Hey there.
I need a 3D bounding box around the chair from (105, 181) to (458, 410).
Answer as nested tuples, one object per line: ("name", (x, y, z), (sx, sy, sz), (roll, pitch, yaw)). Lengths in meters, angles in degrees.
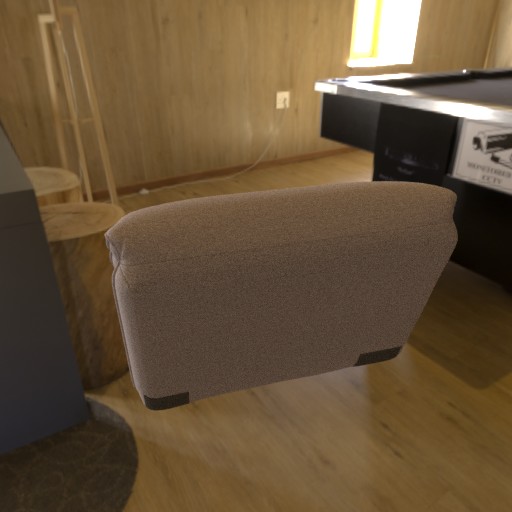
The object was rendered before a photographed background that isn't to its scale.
("chair", (0.000, 0.000, 1.344), (0.820, 0.580, 0.780), (-8, 29, -15))
